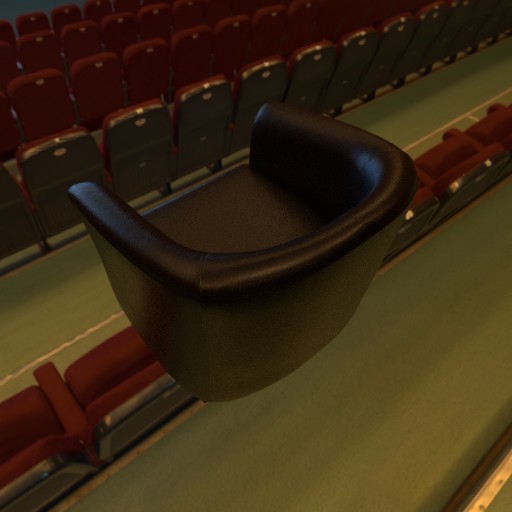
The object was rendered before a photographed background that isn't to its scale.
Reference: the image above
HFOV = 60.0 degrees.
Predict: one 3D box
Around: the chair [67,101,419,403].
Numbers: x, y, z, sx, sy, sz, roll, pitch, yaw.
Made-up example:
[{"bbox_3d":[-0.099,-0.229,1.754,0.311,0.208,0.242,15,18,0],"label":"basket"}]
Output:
[{"bbox_3d":[0.000,0.000,1.375,0.793,0.756,0.727,-32,54,-26],"label":"chair"}]
